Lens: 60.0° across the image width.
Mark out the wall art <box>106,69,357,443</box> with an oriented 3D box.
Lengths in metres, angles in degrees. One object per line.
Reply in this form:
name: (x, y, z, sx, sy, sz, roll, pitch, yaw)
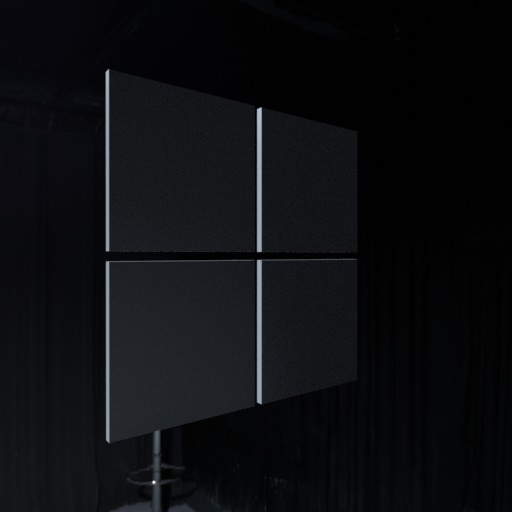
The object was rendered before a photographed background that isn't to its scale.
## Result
wall art: (0.000, 0.000, 1.672, 1.118, 1.118, 0.029, 0, 0, -37)
